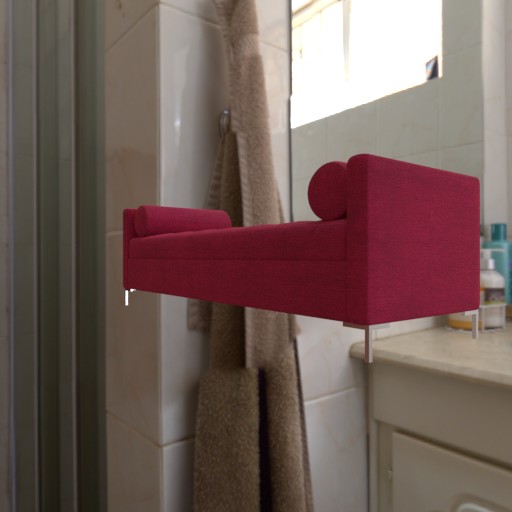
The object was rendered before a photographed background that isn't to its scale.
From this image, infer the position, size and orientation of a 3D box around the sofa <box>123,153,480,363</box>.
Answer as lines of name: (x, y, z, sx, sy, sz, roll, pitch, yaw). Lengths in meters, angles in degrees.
sofa: (0.000, 0.000, 2.292, 0.686, 0.635, 1.981, 0, 0, -37)
